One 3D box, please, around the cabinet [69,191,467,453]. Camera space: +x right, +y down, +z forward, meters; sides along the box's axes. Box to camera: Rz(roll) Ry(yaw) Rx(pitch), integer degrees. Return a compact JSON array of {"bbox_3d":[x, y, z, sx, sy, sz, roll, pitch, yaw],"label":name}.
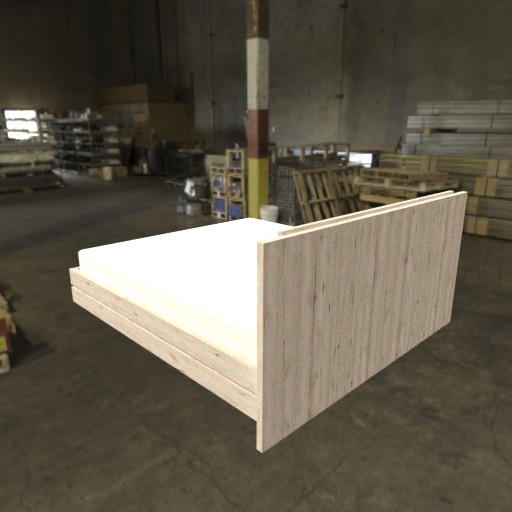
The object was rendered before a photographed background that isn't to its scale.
[{"bbox_3d":[0.000,0.000,3.179,1.950,0.970,2.080,-15,22,-42],"label":"cabinet"}]
